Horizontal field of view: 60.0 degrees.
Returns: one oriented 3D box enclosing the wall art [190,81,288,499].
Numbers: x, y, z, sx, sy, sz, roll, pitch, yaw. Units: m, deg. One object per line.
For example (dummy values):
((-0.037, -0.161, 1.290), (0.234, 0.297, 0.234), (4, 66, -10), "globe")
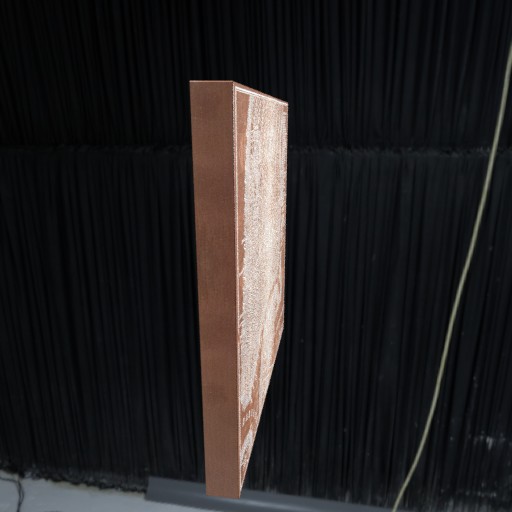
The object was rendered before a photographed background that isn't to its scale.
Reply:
((0.000, 0.000, 0.590), (0.035, 0.403, 0.403), (3, 17, 9), "wall art")
